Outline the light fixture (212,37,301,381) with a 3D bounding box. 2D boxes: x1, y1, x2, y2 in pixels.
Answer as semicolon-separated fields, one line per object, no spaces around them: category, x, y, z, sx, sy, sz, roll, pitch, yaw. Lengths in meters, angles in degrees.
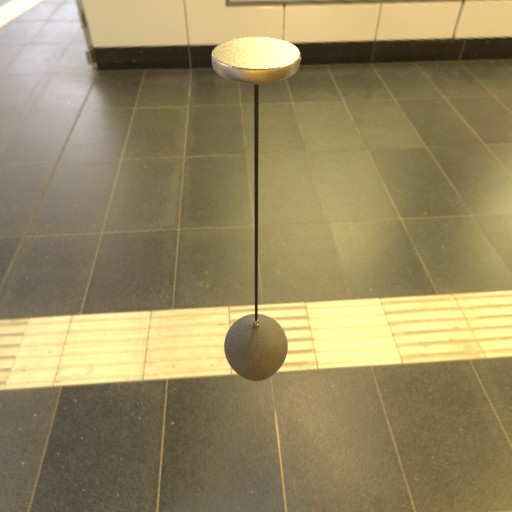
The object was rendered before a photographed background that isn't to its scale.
light fixture;0.000;0.000;0.857;0.153;0.760;0.153;-17;47;-17
